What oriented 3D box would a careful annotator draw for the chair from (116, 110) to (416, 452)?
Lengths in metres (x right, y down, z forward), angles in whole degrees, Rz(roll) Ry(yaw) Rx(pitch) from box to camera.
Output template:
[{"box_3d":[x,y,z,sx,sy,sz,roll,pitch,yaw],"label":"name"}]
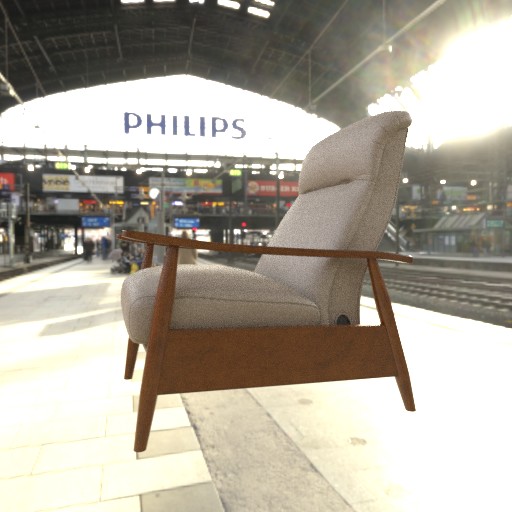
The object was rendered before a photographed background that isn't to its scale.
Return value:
[{"box_3d":[0.000,0.000,1.740,1.032,1.082,0.762,-1,2,-19],"label":"chair"}]
